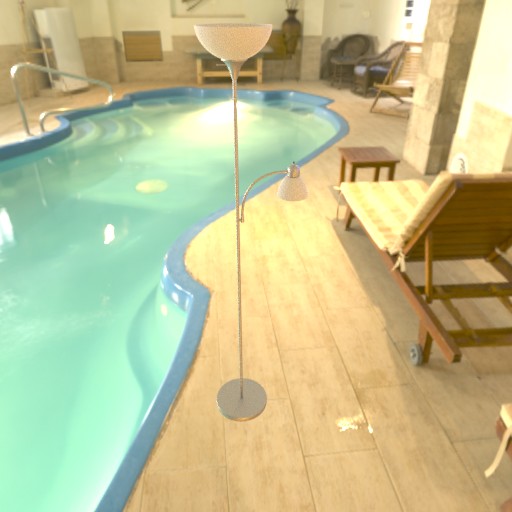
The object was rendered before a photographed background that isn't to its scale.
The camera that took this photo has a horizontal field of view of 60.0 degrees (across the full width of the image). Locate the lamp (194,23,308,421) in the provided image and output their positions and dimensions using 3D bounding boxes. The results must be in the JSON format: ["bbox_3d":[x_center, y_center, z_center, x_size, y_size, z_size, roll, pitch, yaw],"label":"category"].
[{"bbox_3d":[0.000,0.000,1.950,0.425,1.804,0.279,0,30,-1],"label":"lamp"}]
